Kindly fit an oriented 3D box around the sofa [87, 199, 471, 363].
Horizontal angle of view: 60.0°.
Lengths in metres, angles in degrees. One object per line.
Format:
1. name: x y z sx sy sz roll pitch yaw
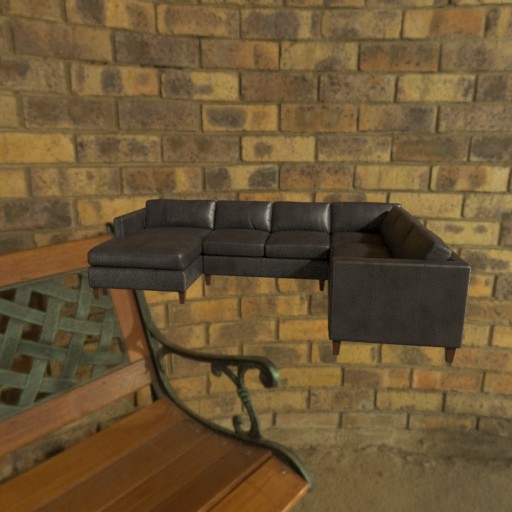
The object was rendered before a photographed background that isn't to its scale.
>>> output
1. sofa: 0.000 0.000 4.469 3.324 0.891 2.452 2 14 9
